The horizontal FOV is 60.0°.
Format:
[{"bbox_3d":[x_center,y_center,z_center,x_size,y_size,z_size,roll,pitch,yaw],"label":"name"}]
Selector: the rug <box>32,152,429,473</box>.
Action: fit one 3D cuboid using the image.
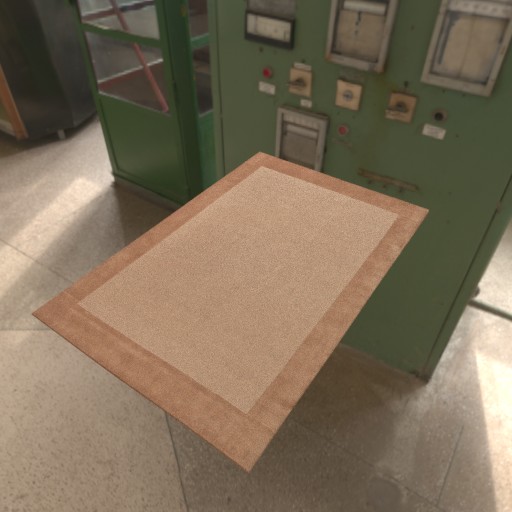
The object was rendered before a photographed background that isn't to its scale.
[{"bbox_3d":[0.000,0.000,2.313,1.219,0.014,1.829,25,48,25],"label":"rug"}]
